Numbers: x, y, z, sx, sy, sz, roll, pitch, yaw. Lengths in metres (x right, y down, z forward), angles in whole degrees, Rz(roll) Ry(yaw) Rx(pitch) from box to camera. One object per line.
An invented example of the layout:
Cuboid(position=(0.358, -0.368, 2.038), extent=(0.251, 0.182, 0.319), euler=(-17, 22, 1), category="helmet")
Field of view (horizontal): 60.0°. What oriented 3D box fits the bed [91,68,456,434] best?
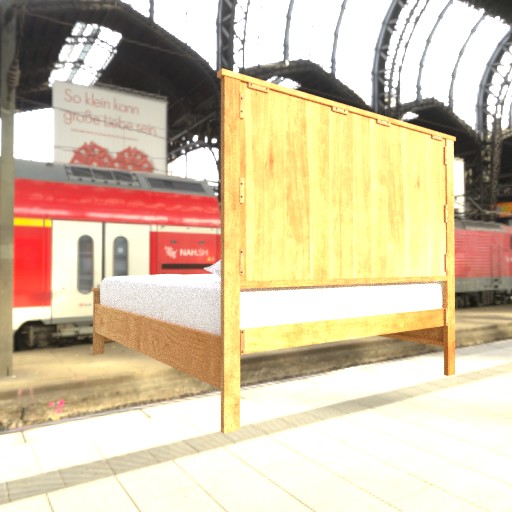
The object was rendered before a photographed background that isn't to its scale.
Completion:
Cuboid(position=(0.000, 0.000, 3.493), extent=(1.936, 1.686, 2.201), euler=(1, -1, -35), category="bed")
